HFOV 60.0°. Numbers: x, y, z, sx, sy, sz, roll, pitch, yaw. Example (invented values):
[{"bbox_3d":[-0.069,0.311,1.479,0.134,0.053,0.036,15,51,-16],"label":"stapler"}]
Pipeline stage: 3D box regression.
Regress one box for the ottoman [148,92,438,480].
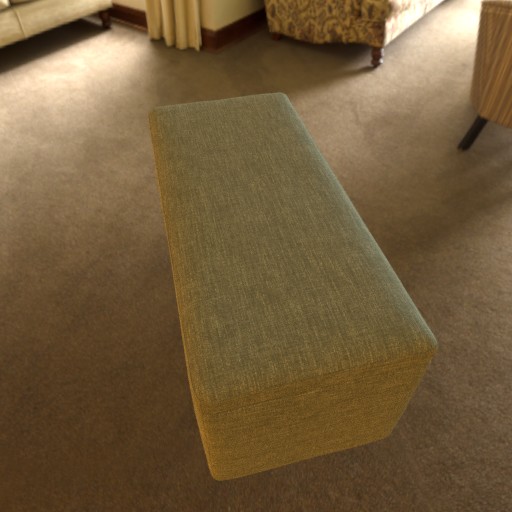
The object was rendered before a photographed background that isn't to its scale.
[{"bbox_3d":[0.000,0.000,1.104,0.419,0.432,0.902,-10,48,-10],"label":"ottoman"}]
